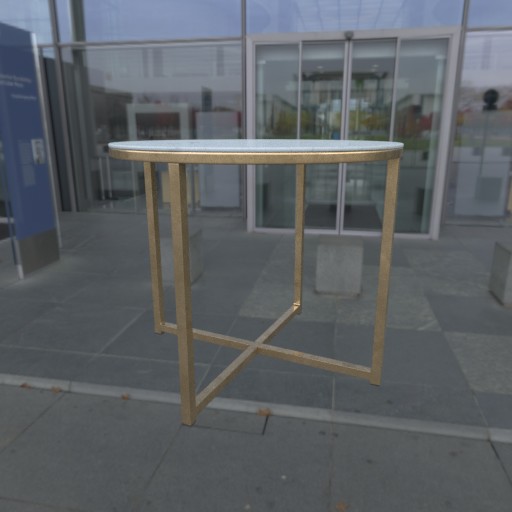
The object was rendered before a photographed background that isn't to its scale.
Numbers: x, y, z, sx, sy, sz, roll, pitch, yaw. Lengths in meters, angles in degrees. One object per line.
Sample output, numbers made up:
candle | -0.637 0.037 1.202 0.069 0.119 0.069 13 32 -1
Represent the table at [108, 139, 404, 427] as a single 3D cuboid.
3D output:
table | 0.000 0.000 0.845 0.500 0.420 0.500 0 16 0
